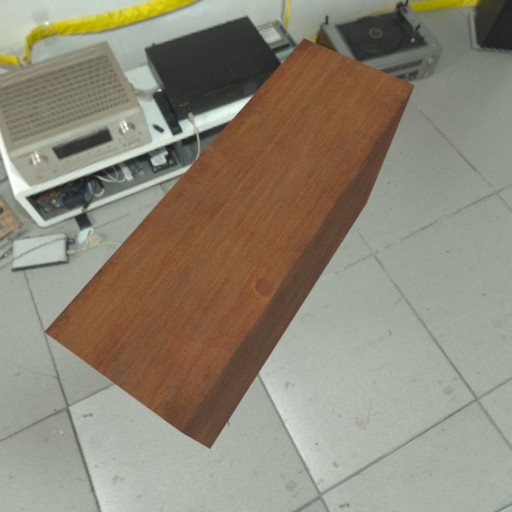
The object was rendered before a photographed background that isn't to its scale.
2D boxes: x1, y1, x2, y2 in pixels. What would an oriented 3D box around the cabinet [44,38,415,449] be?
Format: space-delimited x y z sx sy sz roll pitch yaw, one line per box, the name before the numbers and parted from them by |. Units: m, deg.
cabinet | 0.000 0.000 1.569 0.403 0.805 1.204 30 67 14
